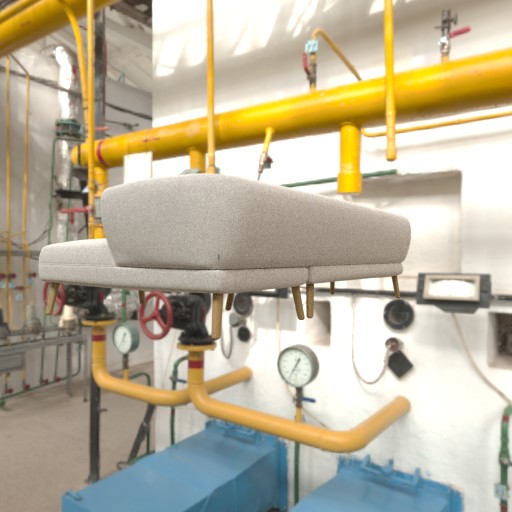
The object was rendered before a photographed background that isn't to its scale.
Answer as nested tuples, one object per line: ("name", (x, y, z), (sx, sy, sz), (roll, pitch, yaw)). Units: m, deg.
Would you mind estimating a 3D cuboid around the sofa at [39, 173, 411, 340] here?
("sofa", (0.000, 0.000, 3.300), (1.610, 0.730, 2.660), (0, 0, 36))
